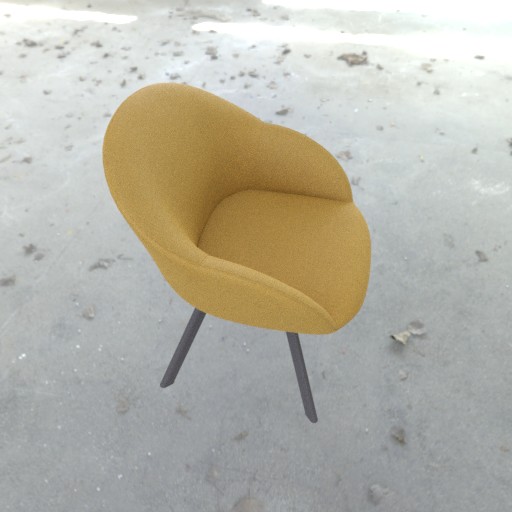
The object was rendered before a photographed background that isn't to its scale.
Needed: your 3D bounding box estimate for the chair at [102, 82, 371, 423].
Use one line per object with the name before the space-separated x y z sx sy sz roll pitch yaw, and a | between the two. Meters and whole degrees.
chair | 0.000 0.000 1.167 0.583 0.793 0.551 10 47 9
